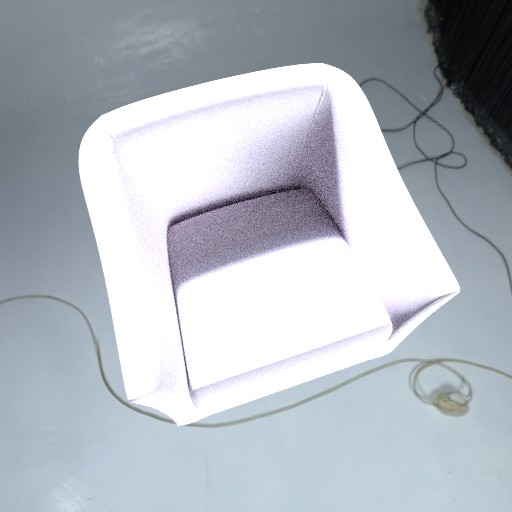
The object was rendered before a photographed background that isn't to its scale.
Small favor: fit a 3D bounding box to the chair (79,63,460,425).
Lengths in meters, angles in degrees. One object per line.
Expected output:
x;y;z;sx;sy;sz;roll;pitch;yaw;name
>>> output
0.000;0.000;1.307;0.790;0.720;0.700;-17;64;-8;chair
